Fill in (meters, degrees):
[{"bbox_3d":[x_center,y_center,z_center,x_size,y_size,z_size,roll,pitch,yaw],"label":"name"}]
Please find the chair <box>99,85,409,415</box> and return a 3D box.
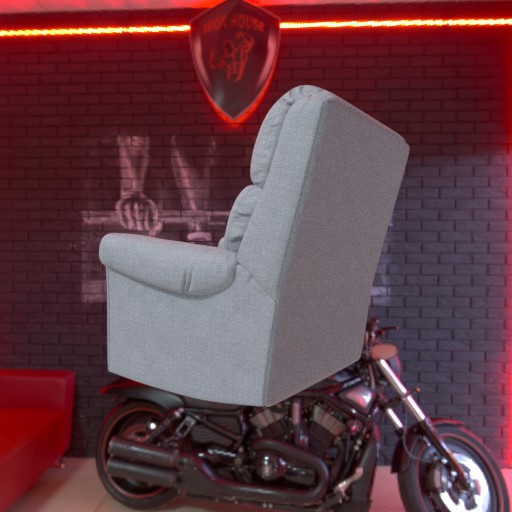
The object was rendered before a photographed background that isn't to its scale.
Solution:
[{"bbox_3d":[0.000,0.000,1.791,1.014,1.054,0.838,1,2,36],"label":"chair"}]
